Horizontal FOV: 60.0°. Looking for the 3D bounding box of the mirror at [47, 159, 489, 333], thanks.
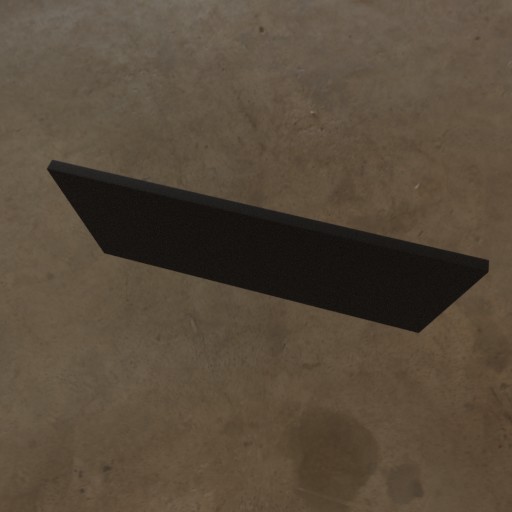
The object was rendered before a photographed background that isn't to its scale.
[{"bbox_3d":[0.000,0.000,1.855,1.584,0.692,0.047,14,64,7],"label":"mirror"}]
